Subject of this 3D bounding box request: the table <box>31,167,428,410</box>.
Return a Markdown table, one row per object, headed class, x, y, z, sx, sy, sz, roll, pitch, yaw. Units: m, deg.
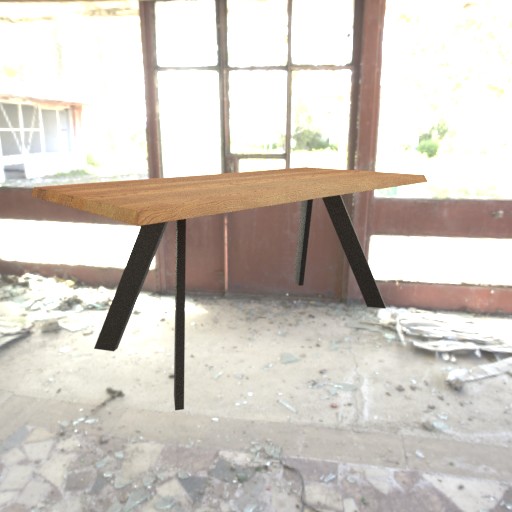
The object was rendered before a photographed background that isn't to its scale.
| class | x | y | z | sx | sy | sz | roll | pitch | yaw |
| --- | --- | --- | --- | --- | --- | --- | --- | --- | --- |
| table | 0.000 | 0.000 | 2.268 | 1.800 | 0.770 | 0.900 | -14 | 21 | -42 |
